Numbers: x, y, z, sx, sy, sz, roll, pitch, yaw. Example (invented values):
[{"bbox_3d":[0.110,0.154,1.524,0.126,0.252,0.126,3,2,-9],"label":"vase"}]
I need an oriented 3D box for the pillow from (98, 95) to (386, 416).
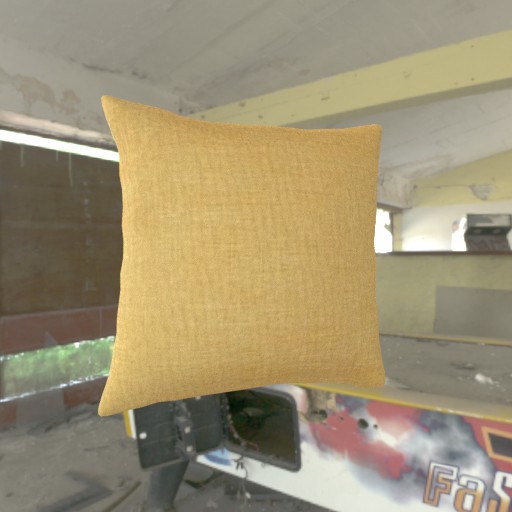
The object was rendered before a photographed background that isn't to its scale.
[{"bbox_3d":[0.000,0.000,0.626,0.419,0.407,0.173,0,-1,-17],"label":"pillow"}]
